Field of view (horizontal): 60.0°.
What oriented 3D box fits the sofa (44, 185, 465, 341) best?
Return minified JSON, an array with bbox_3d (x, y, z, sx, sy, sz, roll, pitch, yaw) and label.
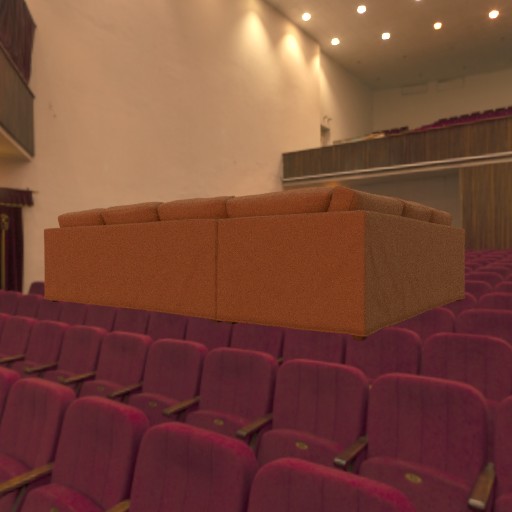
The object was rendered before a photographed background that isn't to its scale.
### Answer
[{"bbox_3d":[0.000,0.000,4.191,3.182,0.871,2.432,0,1,36],"label":"sofa"}]
